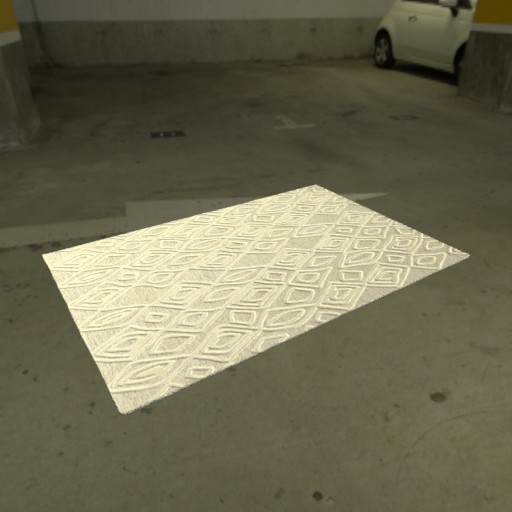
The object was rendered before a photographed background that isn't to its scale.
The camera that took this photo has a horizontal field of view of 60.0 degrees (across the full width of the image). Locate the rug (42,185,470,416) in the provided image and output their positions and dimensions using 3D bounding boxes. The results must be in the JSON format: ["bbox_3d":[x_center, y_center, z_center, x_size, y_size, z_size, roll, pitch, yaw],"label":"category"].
[{"bbox_3d":[0.000,0.000,2.270,1.832,0.016,1.224,-18,35,-29],"label":"rug"}]
